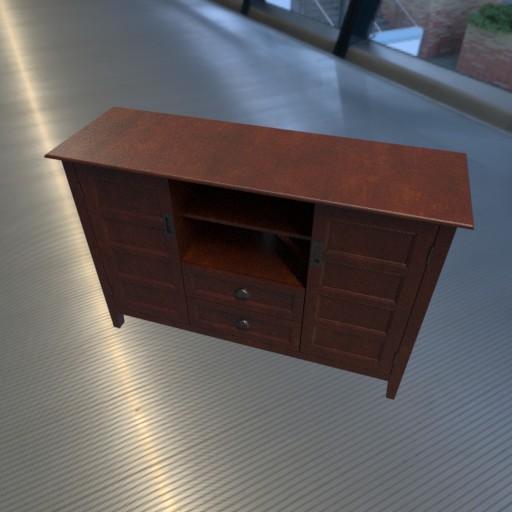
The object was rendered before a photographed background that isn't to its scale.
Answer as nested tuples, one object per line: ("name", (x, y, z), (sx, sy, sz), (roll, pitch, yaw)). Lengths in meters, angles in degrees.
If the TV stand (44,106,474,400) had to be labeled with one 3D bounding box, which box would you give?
("TV stand", (0.000, 0.000, 1.804), (1.372, 0.915, 0.445), (11, 42, 13))
